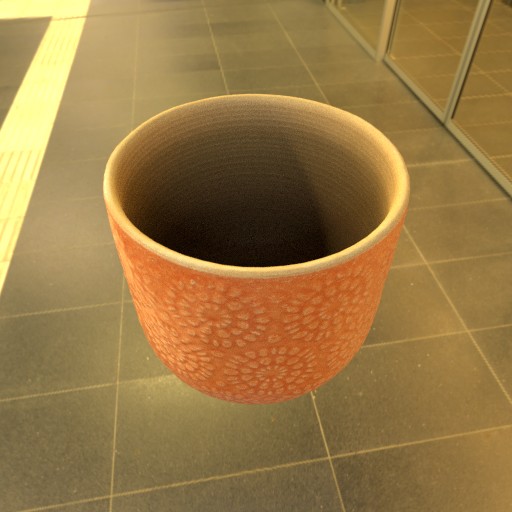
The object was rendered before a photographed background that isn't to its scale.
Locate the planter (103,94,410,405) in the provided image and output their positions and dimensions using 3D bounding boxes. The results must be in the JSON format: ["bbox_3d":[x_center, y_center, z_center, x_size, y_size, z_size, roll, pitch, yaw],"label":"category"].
[{"bbox_3d":[0.000,0.000,0.290,0.170,0.152,0.170,0,45,0],"label":"planter"}]
